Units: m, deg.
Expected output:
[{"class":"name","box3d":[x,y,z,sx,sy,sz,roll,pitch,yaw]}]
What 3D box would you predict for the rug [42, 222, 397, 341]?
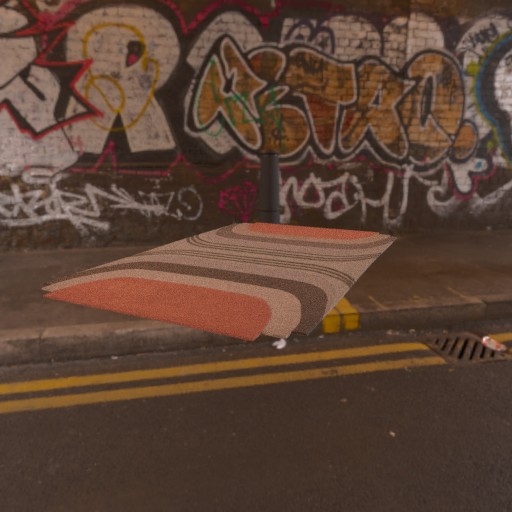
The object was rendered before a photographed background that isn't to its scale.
[{"class":"rug","box3d":[0.000,0.000,3.039,1.530,0.017,2.446,7,15,26]}]
